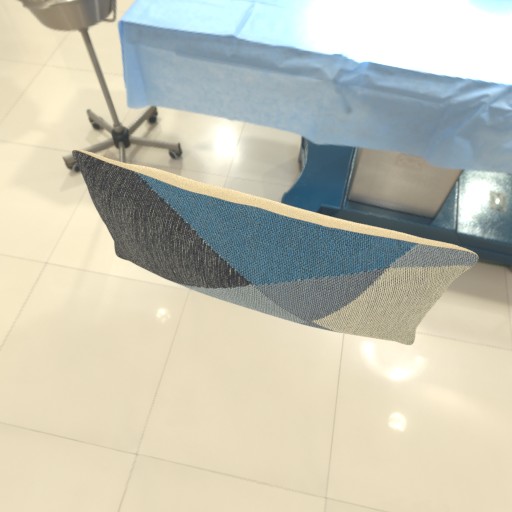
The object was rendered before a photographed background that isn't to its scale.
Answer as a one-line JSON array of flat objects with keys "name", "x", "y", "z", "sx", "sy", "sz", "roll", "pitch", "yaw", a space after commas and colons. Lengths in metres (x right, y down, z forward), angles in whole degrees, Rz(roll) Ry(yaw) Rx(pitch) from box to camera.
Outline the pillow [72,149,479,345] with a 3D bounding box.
[{"name": "pillow", "x": 0.000, "y": 0.000, "z": 0.738, "sx": 0.604, "sy": 0.307, "sz": 0.148, "roll": 16, "pitch": 59, "yaw": 10}]
